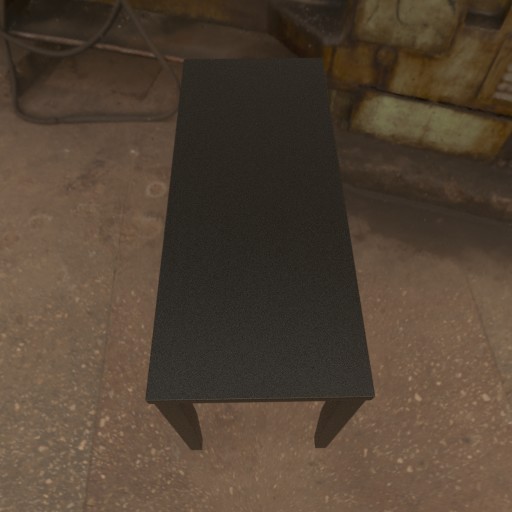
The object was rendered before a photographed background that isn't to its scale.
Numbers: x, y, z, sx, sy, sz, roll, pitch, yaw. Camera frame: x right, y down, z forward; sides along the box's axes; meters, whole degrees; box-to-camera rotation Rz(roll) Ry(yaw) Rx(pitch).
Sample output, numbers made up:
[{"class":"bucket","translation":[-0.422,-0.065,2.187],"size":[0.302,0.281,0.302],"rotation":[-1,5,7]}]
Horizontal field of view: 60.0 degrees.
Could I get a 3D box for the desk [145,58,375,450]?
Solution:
[{"class":"desk","translation":[0.000,0.000,1.625],"size":[0.508,0.775,1.220],"rotation":[-1,58,0]}]
